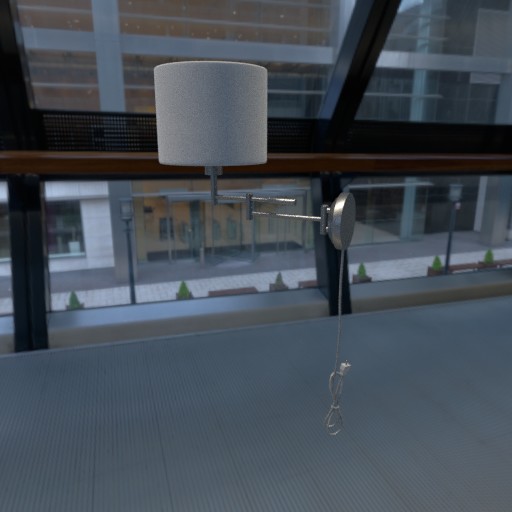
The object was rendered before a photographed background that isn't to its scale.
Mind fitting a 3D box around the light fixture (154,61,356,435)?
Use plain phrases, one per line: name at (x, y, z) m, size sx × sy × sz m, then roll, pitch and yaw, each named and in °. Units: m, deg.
light fixture at (0.000, 0.000, 1.061) m, size 0.479 × 0.842 × 0.253 m, roll 7°, pitch 17°, yaw 25°
